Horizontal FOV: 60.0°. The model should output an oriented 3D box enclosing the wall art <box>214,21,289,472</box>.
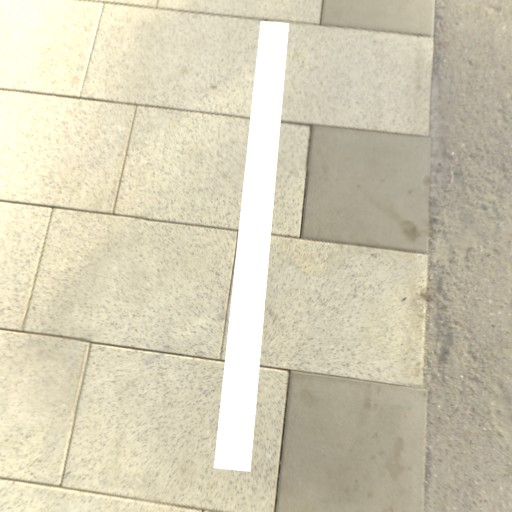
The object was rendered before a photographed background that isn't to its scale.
[{"bbox_3d":[0.000,0.000,0.779,0.042,0.414,0.608,5,76,1],"label":"wall art"}]
